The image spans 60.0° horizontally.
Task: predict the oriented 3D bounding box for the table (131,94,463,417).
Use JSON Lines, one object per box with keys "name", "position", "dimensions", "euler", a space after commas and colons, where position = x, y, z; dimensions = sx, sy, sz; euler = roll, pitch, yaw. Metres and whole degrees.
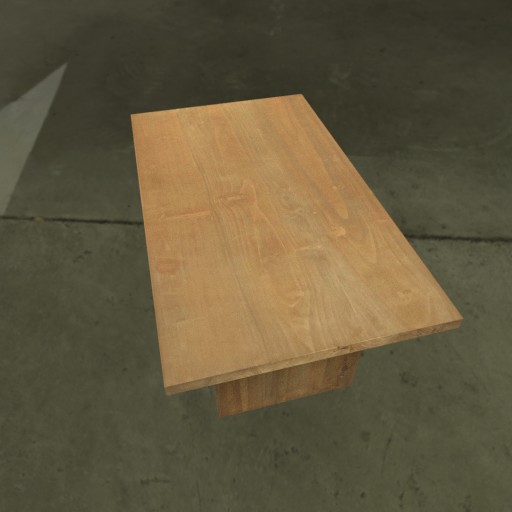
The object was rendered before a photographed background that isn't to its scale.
{"name": "table", "position": [0.000, 0.000, 2.148], "dimensions": [0.946, 0.780, 1.609], "euler": [-10, 46, -10]}
